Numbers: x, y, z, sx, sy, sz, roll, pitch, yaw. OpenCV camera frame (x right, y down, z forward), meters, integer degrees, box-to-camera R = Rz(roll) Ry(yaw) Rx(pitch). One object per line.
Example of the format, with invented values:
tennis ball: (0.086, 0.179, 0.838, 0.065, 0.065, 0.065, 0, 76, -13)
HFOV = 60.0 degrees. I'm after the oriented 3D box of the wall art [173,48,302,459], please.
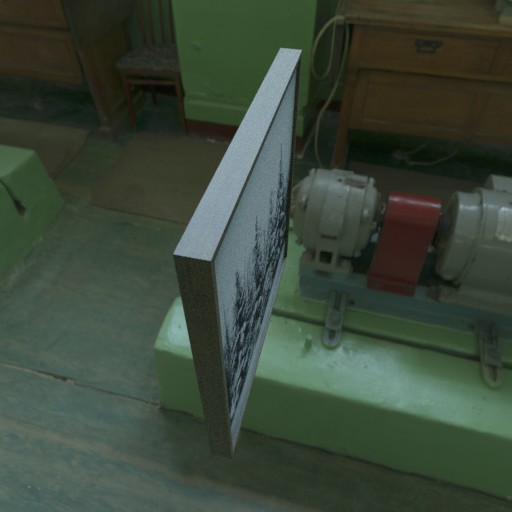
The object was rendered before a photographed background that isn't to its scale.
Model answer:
wall art: (0.000, 0.000, 0.768, 0.037, 0.507, 0.507, 10, 47, 9)
